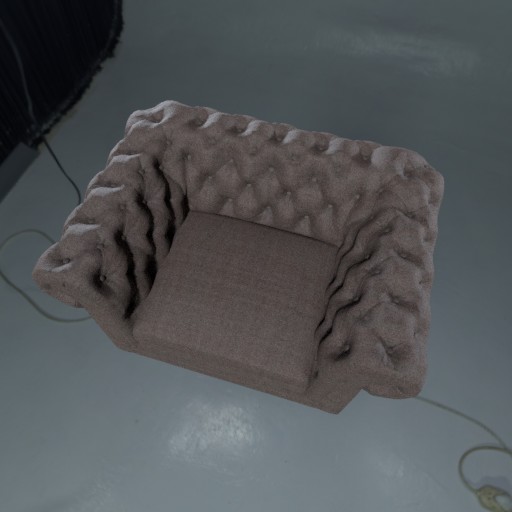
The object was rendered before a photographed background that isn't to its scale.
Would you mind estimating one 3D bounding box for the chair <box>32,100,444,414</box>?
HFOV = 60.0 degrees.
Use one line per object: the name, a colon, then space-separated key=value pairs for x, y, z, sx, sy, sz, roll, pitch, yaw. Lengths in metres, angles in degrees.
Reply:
chair: x=0.000 y=0.000 z=1.832 sx=1.298 sy=0.780 sz=0.945 roll=14 pitch=60 yaw=9
